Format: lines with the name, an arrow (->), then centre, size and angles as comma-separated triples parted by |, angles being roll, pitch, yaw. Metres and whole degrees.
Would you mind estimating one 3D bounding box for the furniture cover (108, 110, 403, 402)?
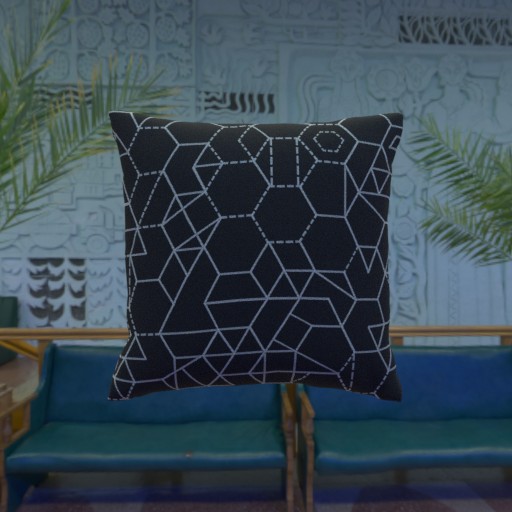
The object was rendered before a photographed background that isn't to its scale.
furniture cover -> 0.000, 0.000, 0.778 | 0.517, 0.508, 0.158 | 0, 0, -1
